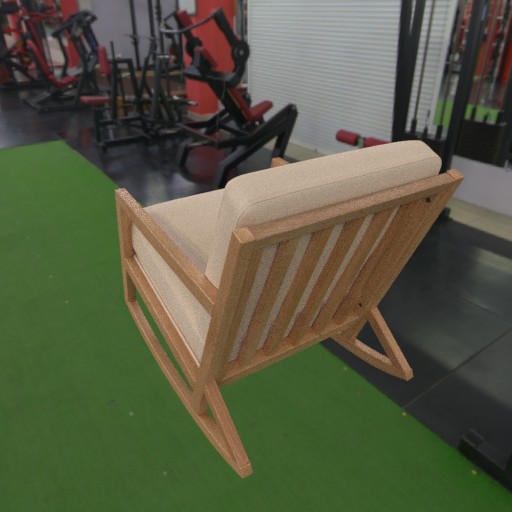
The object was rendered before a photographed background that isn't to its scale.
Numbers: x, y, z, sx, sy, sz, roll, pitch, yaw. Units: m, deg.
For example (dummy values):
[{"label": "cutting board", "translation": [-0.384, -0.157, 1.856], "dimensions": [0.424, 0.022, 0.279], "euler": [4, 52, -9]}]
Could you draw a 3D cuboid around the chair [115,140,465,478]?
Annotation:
[{"label": "chair", "translation": [0.000, 0.000, 1.367], "dimensions": [0.622, 0.790, 0.857], "euler": [-18, 34, -29]}]
